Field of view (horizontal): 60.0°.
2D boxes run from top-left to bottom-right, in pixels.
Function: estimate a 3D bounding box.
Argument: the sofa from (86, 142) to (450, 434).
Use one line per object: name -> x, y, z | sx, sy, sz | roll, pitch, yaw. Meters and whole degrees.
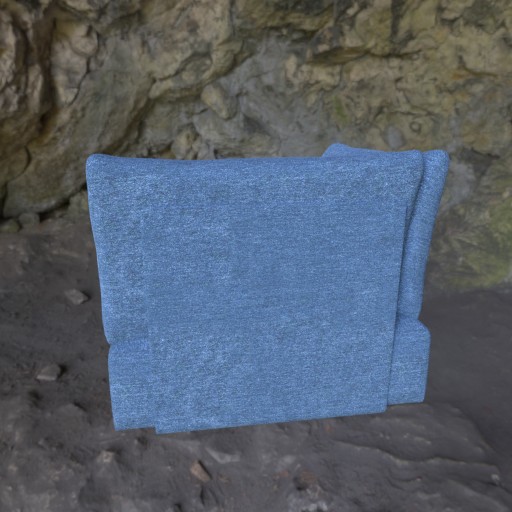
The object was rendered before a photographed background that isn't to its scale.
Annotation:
sofa -> 0.000, 0.000, 1.692 | 1.000, 0.820, 1.000 | -2, 16, -8
